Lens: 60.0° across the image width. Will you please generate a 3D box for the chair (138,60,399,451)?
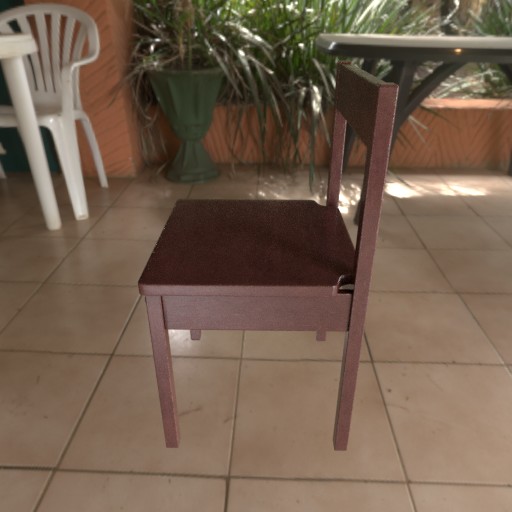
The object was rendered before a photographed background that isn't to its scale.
[{"bbox_3d":[0.000,0.000,0.859,0.361,0.668,0.367,0,28,1],"label":"chair"}]
